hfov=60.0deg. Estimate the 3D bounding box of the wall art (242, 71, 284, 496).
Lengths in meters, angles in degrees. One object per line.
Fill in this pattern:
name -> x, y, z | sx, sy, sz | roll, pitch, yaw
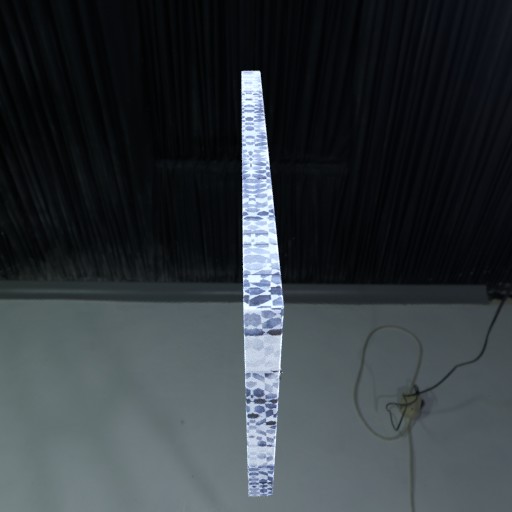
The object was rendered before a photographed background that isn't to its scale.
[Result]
wall art -> 0.000, 0.000, 1.116 | 0.057, 0.608, 0.911 | -1, 41, -1
